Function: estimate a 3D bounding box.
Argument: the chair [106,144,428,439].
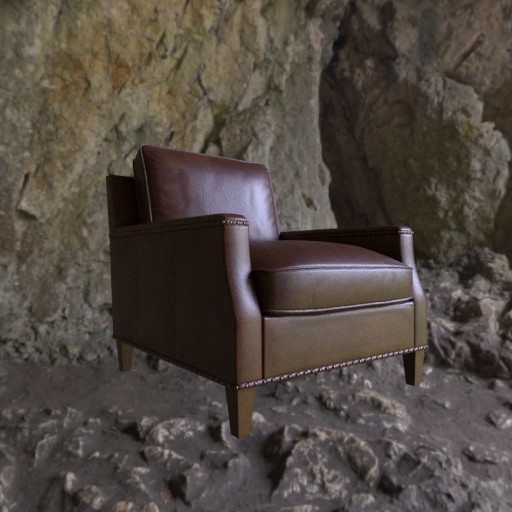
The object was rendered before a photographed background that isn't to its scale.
[{"bbox_3d":[0.000,0.000,1.728,0.853,0.929,1.014,0,0,-37],"label":"chair"}]
